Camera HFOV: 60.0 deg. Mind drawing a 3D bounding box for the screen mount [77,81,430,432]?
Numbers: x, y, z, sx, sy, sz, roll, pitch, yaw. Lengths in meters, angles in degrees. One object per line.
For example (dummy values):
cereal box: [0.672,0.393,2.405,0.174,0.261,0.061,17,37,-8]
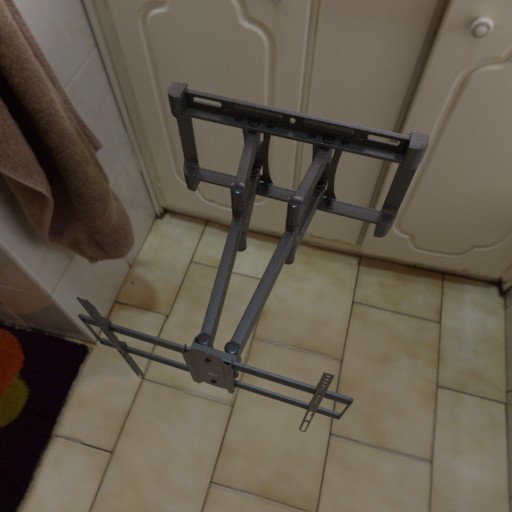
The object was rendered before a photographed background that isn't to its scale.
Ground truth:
screen mount: [0.000,0.000,0.957,0.571,0.424,0.556,15,60,9]
